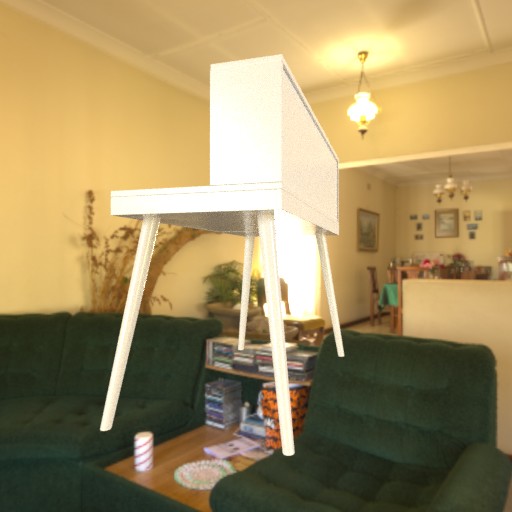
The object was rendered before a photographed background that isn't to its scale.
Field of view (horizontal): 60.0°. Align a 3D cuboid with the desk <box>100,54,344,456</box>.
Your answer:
[{"bbox_3d":[0.000,0.000,1.740,0.559,0.990,1.199,0,-1,17],"label":"desk"}]
